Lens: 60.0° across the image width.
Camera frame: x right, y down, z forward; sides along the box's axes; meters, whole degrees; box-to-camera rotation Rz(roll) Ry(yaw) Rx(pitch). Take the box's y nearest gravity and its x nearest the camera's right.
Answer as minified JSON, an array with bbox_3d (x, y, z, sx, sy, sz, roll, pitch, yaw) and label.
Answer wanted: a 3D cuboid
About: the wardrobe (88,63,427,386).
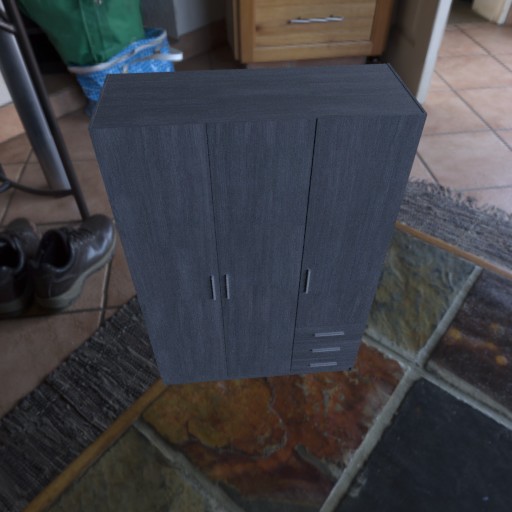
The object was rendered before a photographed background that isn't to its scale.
[{"bbox_3d":[0.000,0.000,2.515,1.290,1.910,0.510,-4,45,-4],"label":"wardrobe"}]
